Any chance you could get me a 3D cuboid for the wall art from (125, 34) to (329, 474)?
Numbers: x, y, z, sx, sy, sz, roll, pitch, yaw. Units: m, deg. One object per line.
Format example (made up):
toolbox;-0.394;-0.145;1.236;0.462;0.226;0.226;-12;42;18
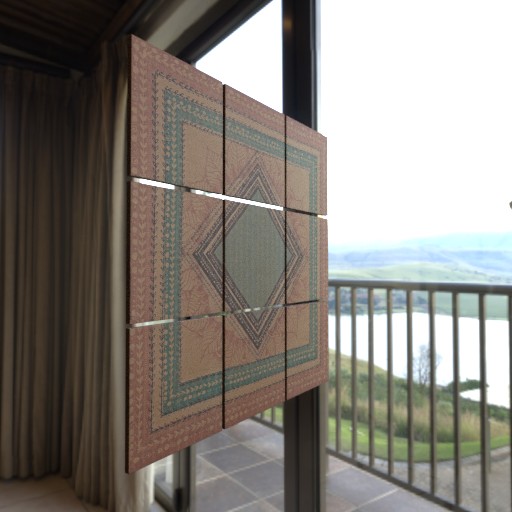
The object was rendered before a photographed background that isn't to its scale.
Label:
wall art;0.000;0.000;1.295;0.013;0.914;0.915;-1;-2;36
